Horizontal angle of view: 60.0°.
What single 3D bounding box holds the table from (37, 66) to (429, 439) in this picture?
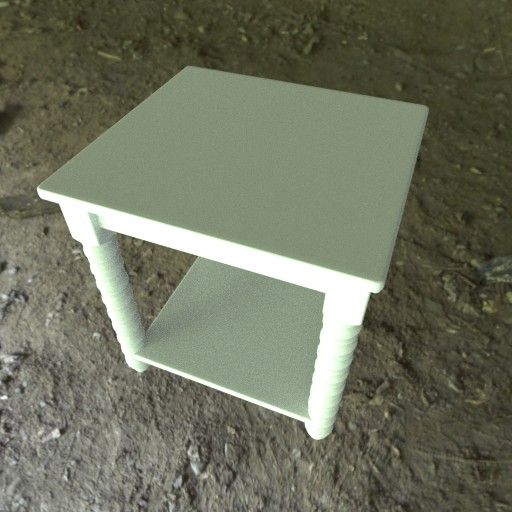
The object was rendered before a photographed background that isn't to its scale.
[{"bbox_3d":[0.000,0.000,0.969,0.533,0.563,0.500,16,47,15],"label":"table"}]
